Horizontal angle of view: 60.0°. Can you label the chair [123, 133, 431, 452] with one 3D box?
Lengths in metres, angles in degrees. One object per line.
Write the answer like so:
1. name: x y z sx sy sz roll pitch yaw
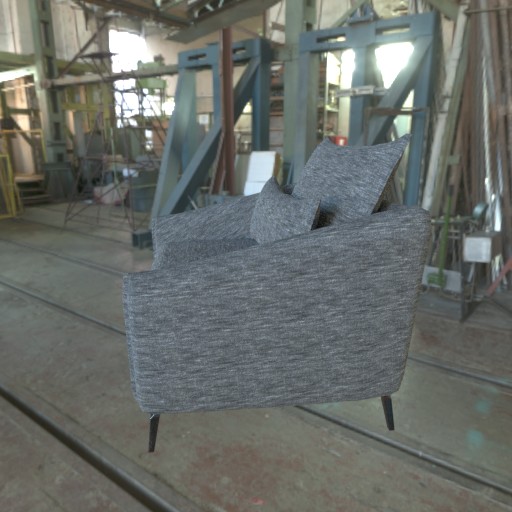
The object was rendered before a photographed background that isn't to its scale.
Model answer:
1. chair: 0.000 0.000 1.590 0.805 0.842 1.004 -2 15 -8
